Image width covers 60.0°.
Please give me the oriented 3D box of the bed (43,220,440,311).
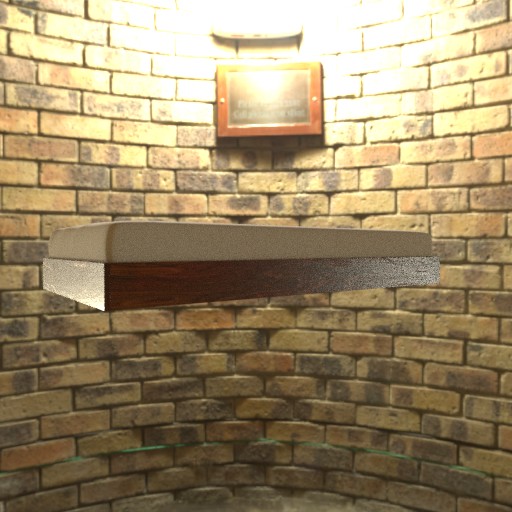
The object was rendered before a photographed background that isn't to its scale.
[{"bbox_3d":[0.000,0.000,2.310,1.860,0.312,0.940,-1,1,-36],"label":"bed"}]
